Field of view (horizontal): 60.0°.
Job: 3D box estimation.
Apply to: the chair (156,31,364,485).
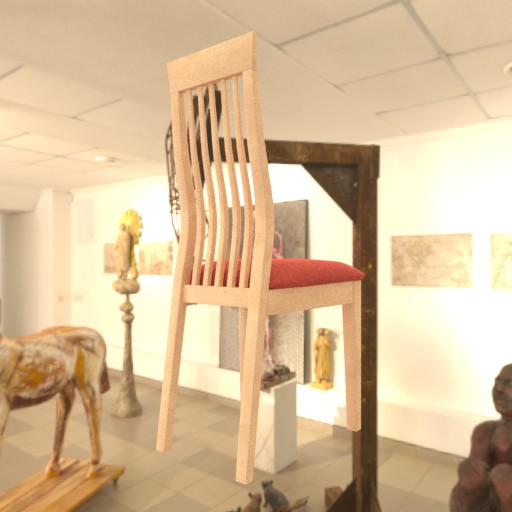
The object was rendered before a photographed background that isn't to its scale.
[{"bbox_3d":[0.000,0.000,1.260,0.460,1.027,0.474,0,0,36],"label":"chair"}]
